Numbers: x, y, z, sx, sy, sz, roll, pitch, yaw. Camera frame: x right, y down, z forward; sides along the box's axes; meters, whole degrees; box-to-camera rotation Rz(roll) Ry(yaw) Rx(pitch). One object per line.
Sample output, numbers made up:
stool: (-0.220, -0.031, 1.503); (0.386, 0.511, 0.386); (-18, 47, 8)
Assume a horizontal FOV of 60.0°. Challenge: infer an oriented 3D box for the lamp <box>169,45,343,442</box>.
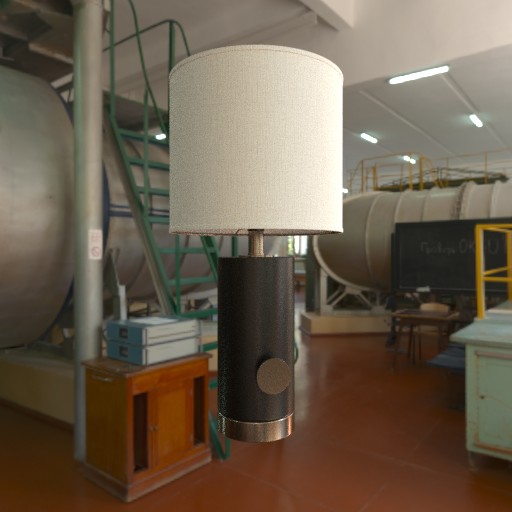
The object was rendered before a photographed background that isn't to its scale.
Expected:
lamp: (0.000, 0.000, 0.625); (0.241, 0.482, 0.240); (0, 0, -17)
